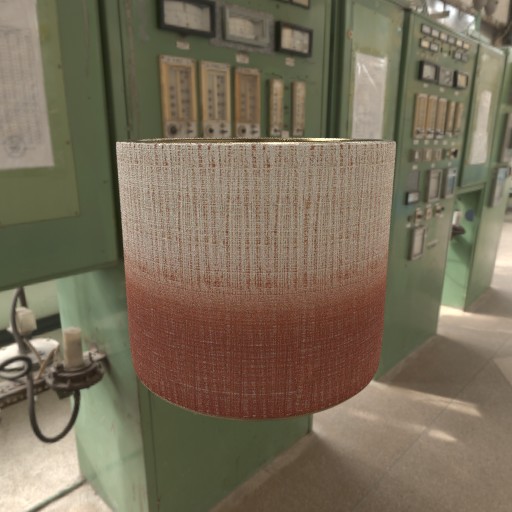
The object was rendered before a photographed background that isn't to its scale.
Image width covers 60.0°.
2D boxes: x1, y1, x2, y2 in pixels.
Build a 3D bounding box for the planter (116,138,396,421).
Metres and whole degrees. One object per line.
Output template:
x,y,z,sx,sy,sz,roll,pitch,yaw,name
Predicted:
0.000,0.000,0.309,0.178,0.157,0.178,0,16,0,planter
